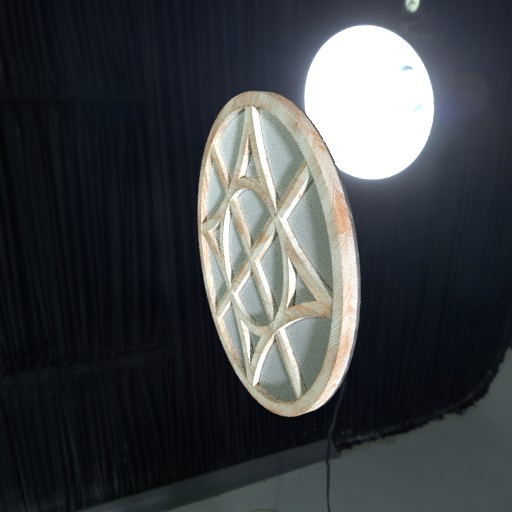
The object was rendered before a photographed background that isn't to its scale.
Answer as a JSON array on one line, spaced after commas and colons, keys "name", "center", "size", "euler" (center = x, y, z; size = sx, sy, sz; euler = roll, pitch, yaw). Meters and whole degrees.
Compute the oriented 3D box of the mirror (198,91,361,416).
[{"name": "mirror", "center": [0.000, 0.000, 1.021], "size": [0.038, 0.710, 0.710], "euler": [-8, 18, -25]}]
